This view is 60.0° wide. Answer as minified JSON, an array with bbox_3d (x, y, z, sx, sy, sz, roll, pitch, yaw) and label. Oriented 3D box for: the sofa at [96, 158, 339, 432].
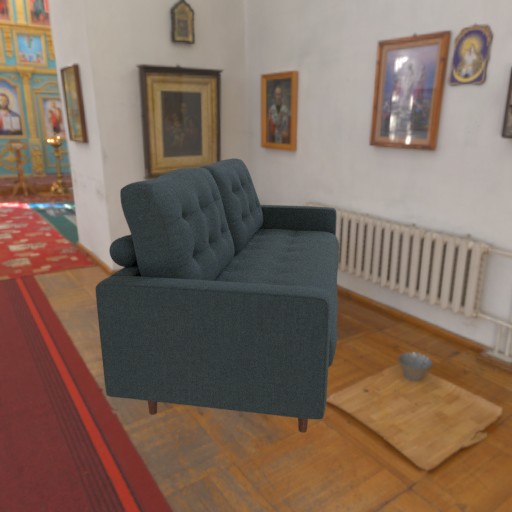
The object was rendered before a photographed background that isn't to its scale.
[{"bbox_3d":[0.000,0.000,2.603,0.966,1.050,2.010,3,16,10],"label":"sofa"}]
